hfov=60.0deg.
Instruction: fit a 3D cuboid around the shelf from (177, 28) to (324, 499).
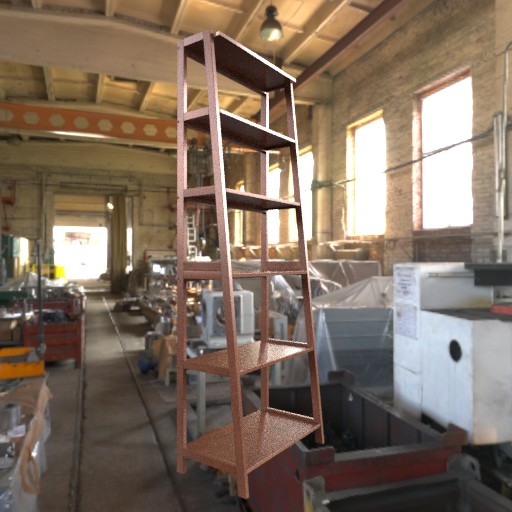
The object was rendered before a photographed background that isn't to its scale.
[{"bbox_3d":[0.000,0.000,2.102,0.382,1.892,0.660,0,-1,36],"label":"shelf"}]
